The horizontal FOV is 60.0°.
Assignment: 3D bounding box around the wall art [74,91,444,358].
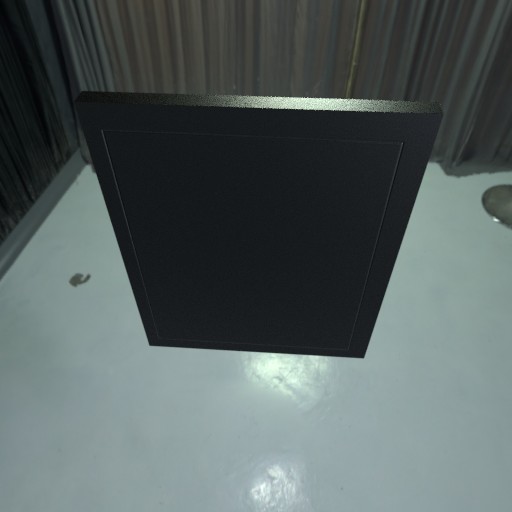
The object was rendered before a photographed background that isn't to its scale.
[{"bbox_3d":[0.000,0.000,0.761,0.461,0.558,0.031,3,46,3],"label":"wall art"}]
